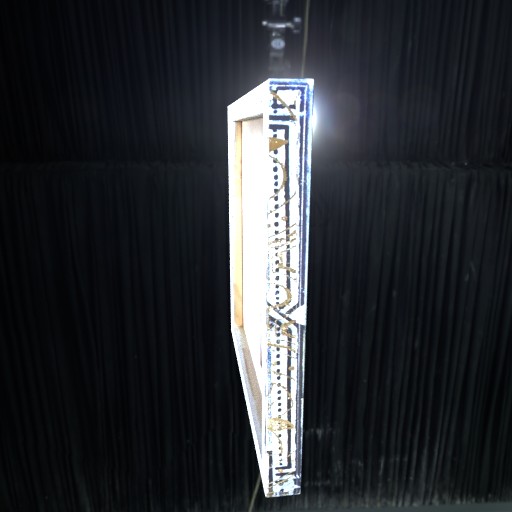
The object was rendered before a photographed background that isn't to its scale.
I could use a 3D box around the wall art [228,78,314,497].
[{"bbox_3d":[0.000,0.000,0.606,0.038,0.410,0.411,-2,16,-8],"label":"wall art"}]
